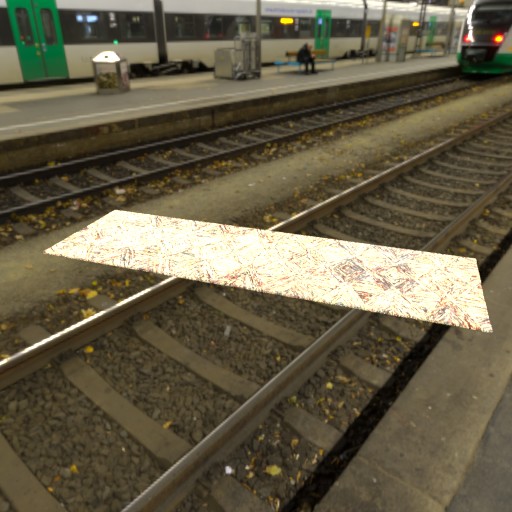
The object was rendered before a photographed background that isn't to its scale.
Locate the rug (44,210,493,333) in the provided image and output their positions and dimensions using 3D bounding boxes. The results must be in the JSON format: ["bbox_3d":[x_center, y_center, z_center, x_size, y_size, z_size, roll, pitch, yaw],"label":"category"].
[{"bbox_3d":[0.000,0.000,2.442,2.292,0.015,0.688,9,28,17],"label":"rug"}]
